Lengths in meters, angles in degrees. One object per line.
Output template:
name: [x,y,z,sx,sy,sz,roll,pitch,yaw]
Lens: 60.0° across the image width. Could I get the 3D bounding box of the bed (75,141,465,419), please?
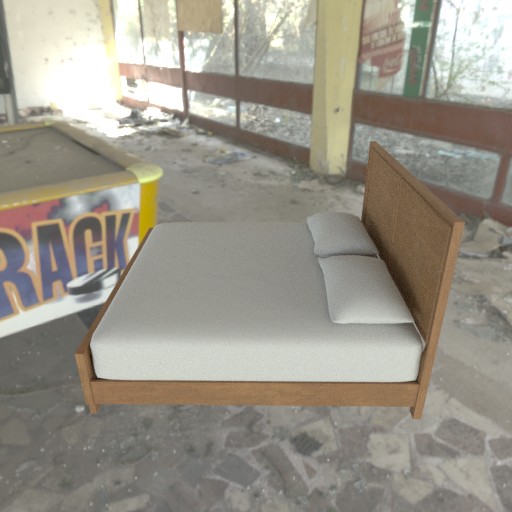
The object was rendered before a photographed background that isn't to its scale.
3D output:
bed: [0.000,0.000,3.506,2.184,1.387,2.003,0,26,1]
